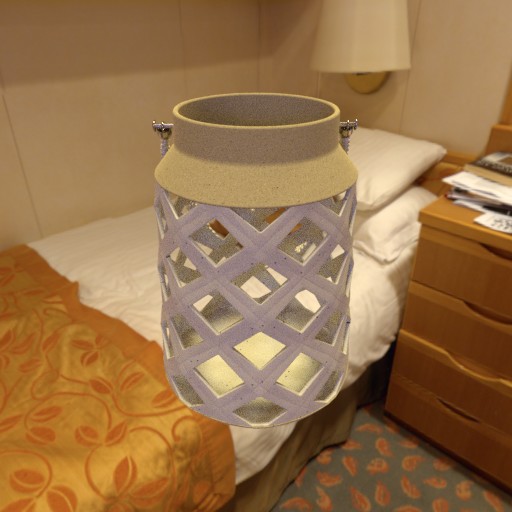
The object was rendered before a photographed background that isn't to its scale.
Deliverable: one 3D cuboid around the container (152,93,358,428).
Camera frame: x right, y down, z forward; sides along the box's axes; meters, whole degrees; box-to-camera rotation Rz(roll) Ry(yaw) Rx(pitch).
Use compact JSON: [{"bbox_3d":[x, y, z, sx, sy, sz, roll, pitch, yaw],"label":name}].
[{"bbox_3d":[0.000,0.000,0.404,0.188,0.264,0.198,-1,30,-2],"label":"container"}]
